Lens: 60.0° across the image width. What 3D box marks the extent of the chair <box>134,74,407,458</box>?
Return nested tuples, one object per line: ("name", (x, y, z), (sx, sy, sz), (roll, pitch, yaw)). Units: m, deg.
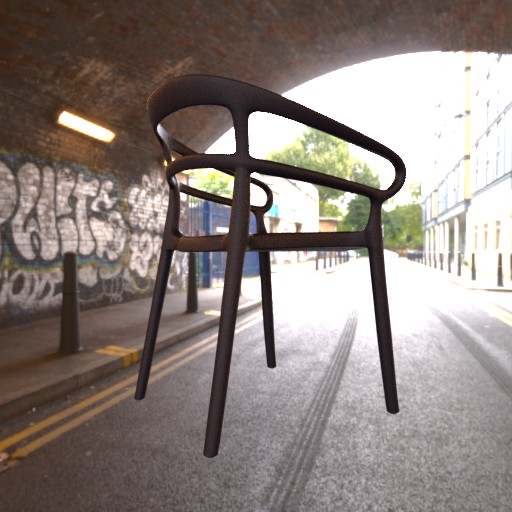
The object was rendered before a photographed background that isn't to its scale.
("chair", (0.000, 0.000, 1.141), (0.527, 0.761, 0.559), (-1, 1, -35))
